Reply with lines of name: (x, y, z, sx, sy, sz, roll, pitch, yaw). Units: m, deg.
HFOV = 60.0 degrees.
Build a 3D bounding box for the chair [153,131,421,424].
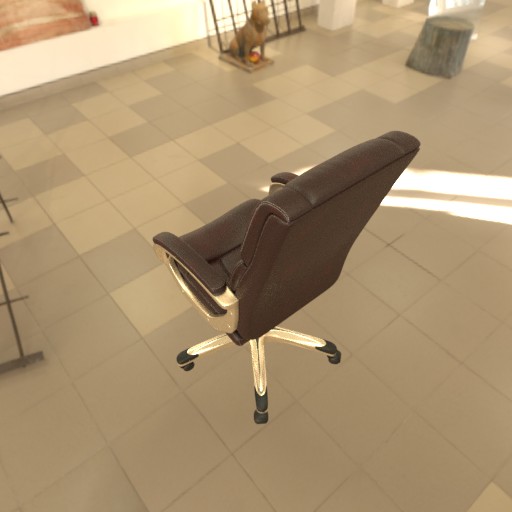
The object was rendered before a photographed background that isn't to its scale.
chair: (0.000, 0.000, 1.551, 0.662, 1.107, 0.739, -31, 53, -27)
